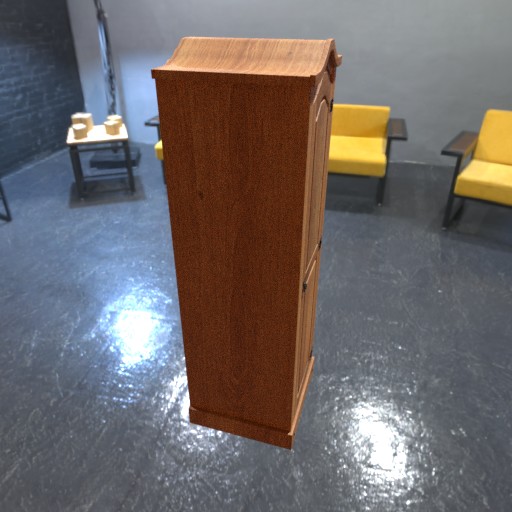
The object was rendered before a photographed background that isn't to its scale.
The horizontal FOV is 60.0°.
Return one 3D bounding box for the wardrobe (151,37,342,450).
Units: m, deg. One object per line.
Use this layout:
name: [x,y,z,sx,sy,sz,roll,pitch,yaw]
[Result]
wardrobe: [0.000,0.000,2.110,0.570,1.870,0.590,9,31,15]
